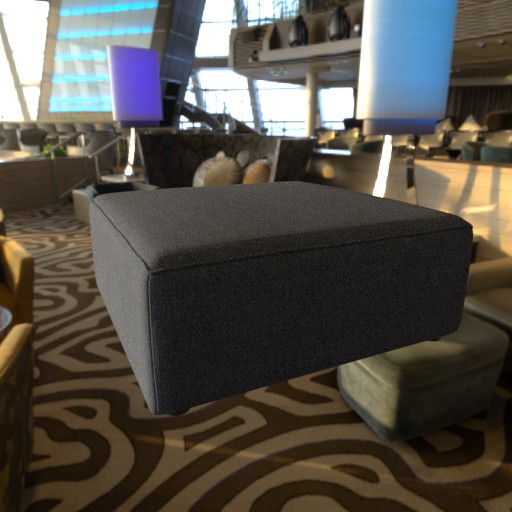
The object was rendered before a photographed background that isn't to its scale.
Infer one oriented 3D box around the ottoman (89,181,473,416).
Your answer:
[{"bbox_3d":[0.000,0.000,1.565,1.000,0.439,1.000,-8,19,-25],"label":"ottoman"}]
